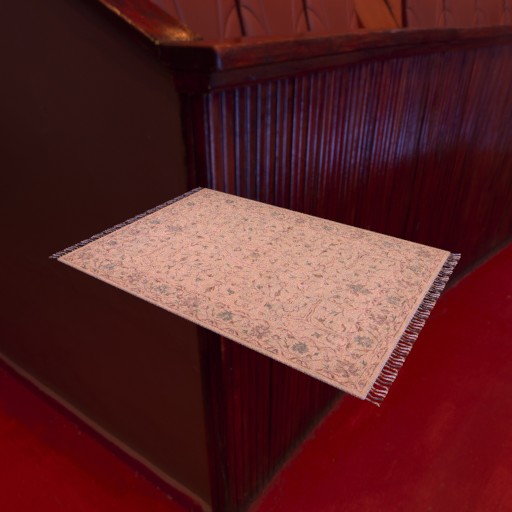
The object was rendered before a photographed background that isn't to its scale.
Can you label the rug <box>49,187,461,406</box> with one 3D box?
[{"bbox_3d":[0.000,0.000,2.342,1.802,0.008,1.247,18,35,29],"label":"rug"}]
